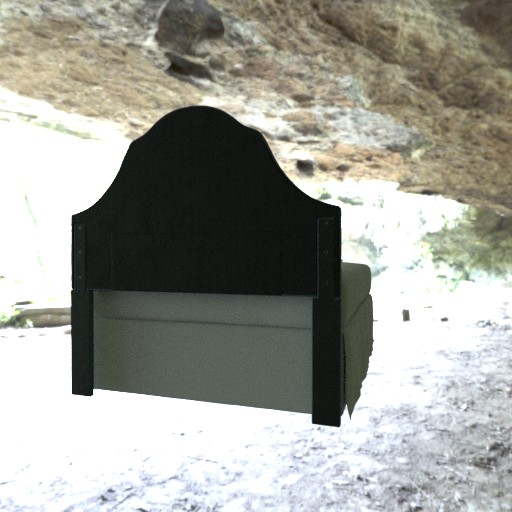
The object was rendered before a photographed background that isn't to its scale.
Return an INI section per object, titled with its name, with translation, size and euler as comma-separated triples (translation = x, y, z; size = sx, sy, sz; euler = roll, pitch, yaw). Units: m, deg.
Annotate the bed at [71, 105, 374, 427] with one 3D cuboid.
[bed]
translation = 0.000, 0.000, 3.312
size = 1.636, 1.575, 2.155
euler = 0, 1, 18
